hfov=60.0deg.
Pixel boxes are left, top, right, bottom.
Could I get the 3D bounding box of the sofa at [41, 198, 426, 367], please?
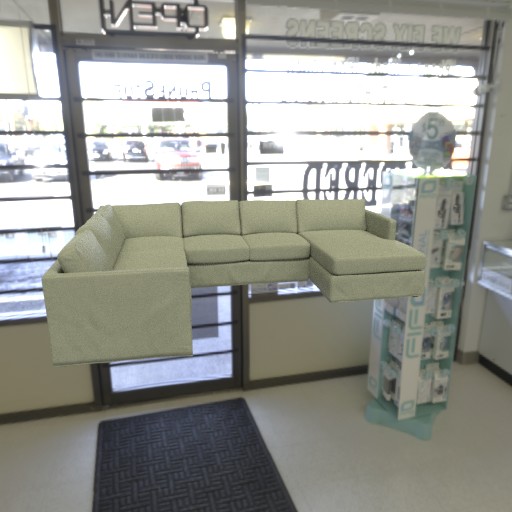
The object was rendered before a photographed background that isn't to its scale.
[{"bbox_3d":[0.000,0.000,4.540,3.460,0.882,2.427,-3,15,-11],"label":"sofa"}]
